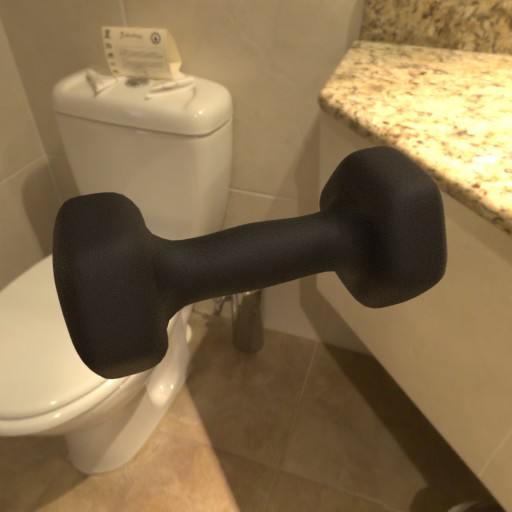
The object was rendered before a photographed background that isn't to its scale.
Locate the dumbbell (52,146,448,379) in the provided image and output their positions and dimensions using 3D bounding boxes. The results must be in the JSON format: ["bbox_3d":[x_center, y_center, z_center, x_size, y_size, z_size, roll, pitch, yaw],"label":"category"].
[{"bbox_3d":[0.000,0.000,0.282,0.231,0.101,0.112,-12,42,-14],"label":"dumbbell"}]
